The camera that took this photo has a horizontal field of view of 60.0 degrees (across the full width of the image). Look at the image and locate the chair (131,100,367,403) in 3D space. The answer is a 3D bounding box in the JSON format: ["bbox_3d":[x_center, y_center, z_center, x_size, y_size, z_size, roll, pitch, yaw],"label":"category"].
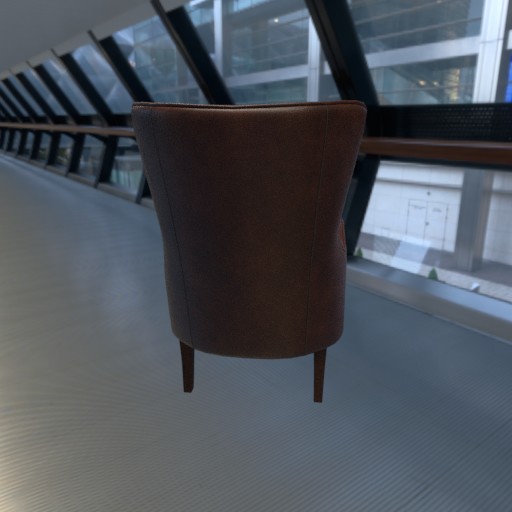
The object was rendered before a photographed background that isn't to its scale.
[{"bbox_3d":[0.000,0.000,1.643,0.692,1.048,0.914,2,16,7],"label":"chair"}]
